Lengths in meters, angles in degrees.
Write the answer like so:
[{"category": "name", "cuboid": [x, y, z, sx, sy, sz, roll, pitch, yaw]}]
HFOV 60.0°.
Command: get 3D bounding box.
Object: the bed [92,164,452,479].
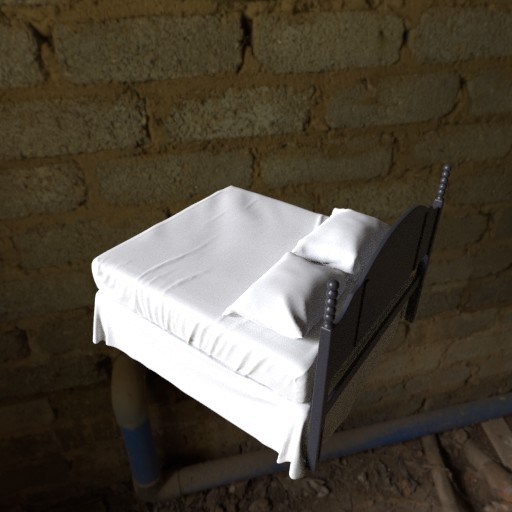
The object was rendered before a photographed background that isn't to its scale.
[{"category": "bed", "cuboid": [0.000, 0.000, 3.240, 2.040, 1.356, 1.873, 22, 39, 30]}]
